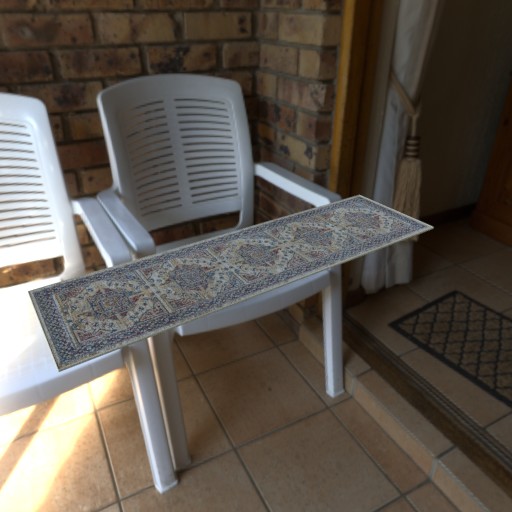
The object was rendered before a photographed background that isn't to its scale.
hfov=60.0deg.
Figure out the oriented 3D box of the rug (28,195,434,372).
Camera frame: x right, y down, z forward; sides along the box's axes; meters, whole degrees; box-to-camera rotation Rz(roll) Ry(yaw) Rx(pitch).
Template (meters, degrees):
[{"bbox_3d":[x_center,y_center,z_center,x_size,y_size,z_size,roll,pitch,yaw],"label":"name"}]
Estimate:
[{"bbox_3d":[0.000,0.000,2.523,2.297,0.013,0.661,-18,35,-29],"label":"rug"}]
